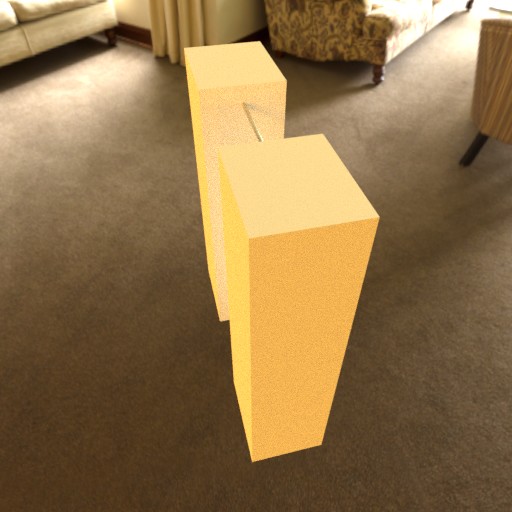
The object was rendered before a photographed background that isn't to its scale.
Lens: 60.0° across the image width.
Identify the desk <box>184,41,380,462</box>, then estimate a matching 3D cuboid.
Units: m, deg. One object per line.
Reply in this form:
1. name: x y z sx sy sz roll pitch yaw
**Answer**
1. desk: 0.000 0.000 2.857 0.480 2.000 1.770 -10 46 -10
